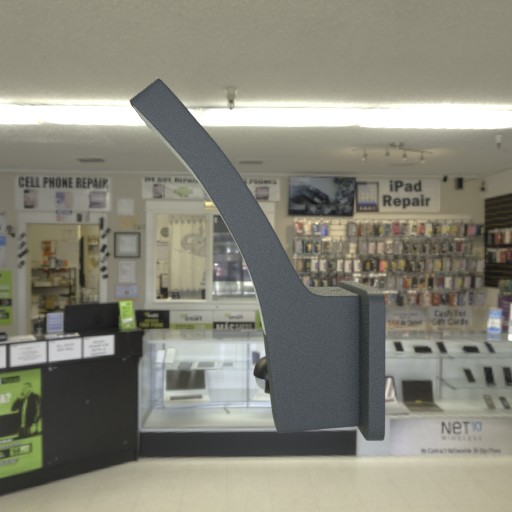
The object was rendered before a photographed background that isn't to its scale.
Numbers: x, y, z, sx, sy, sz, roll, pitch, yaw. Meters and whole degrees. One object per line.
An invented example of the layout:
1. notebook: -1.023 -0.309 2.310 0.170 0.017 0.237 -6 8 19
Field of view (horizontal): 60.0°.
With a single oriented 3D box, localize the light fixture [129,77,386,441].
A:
1. light fixture: 0.000 0.000 0.337 0.174 0.243 0.108 0 1 -1
